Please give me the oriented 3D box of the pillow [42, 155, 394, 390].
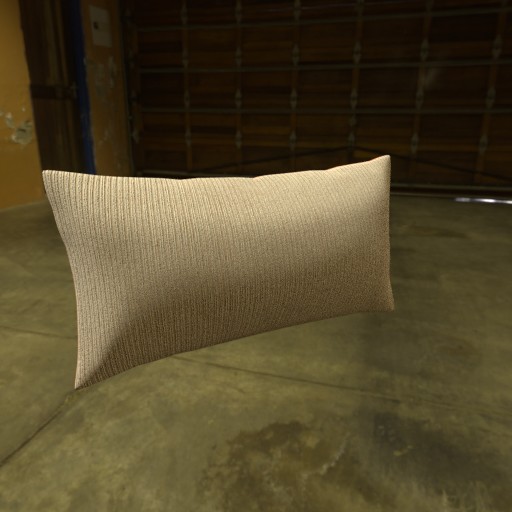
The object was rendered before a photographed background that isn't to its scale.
[{"bbox_3d":[0.000,0.000,0.740,0.608,0.307,0.155,-9,19,-26],"label":"pillow"}]
